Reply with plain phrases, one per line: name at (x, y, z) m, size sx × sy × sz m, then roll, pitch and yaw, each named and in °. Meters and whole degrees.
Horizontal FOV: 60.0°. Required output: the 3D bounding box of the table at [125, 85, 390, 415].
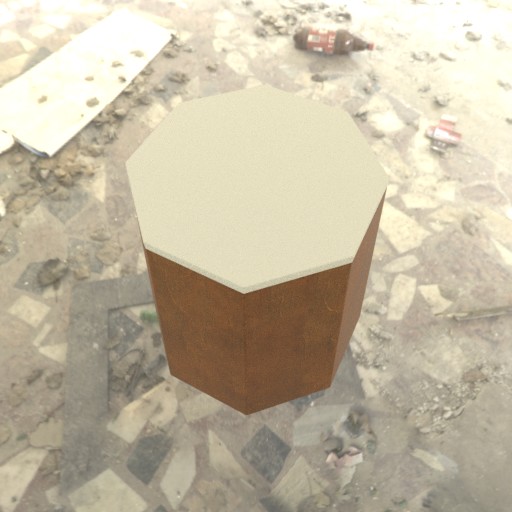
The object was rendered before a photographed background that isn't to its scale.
table at (0.000, 0.000, 0.814) m, size 0.439 × 0.457 × 0.439 m, roll -17°, pitch 60°, yaw -10°
